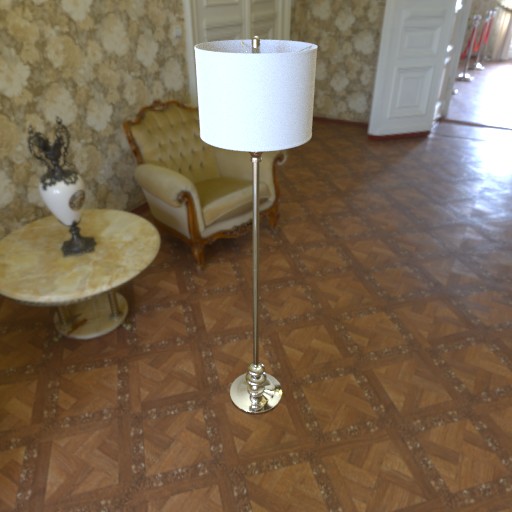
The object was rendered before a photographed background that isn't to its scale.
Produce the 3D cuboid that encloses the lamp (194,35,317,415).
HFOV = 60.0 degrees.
[{"bbox_3d":[0.000,0.000,1.665,0.356,1.487,0.356,-9,32,-14],"label":"lamp"}]
